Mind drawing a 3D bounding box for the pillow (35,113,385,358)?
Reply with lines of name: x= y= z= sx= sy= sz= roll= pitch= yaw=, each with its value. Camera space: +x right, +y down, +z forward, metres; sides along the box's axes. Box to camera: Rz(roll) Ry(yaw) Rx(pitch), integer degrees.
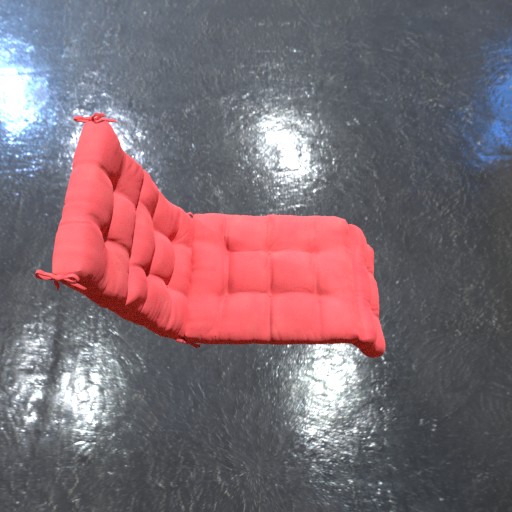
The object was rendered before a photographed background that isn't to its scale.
pillow: x=0.000 y=0.000 z=1.485 sx=1.016 sy=0.863 sz=0.526 roll=0 pitch=64 yaw=0
